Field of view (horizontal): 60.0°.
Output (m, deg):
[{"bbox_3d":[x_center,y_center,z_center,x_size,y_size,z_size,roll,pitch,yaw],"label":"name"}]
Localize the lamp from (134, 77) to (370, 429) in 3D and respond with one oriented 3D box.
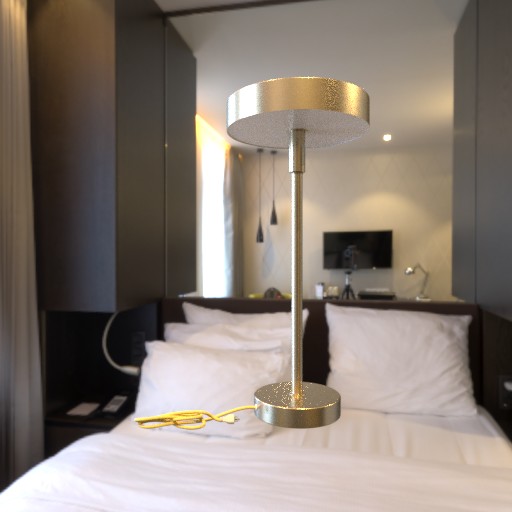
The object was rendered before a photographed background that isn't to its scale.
[{"bbox_3d":[0.000,0.000,0.698,0.369,0.508,0.229,0,0,-18],"label":"lamp"}]
